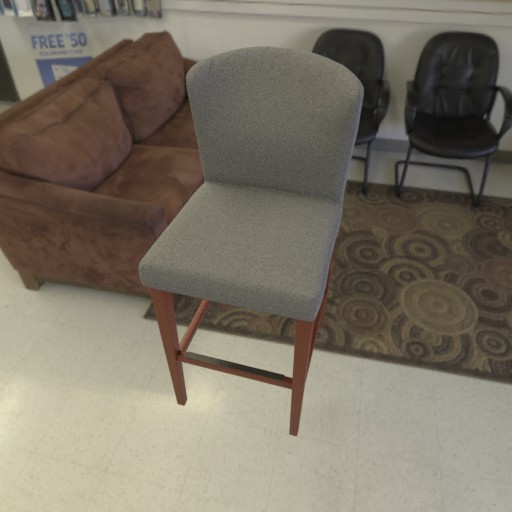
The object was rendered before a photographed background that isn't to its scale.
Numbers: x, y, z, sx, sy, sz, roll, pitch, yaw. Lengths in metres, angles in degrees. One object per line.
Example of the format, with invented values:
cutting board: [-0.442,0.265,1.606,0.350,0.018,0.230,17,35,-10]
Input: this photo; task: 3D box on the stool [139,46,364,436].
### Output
stool: [0.000,0.000,1.369,0.481,1.069,0.568,11,42,12]
